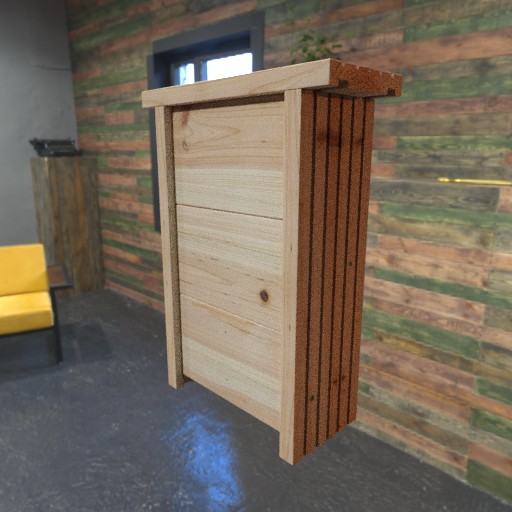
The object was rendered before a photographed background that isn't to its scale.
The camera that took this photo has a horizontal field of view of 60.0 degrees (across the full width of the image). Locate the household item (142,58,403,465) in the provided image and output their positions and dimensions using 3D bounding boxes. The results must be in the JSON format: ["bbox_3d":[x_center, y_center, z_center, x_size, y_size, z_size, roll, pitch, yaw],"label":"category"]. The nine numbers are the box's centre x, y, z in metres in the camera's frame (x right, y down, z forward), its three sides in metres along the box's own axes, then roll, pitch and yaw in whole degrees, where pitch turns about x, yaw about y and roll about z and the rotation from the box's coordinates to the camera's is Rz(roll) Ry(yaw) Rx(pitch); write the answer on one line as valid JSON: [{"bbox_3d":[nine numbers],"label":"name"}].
[{"bbox_3d":[0.000,0.000,0.559,0.123,0.407,0.301,-13,18,-43],"label":"household item"}]
